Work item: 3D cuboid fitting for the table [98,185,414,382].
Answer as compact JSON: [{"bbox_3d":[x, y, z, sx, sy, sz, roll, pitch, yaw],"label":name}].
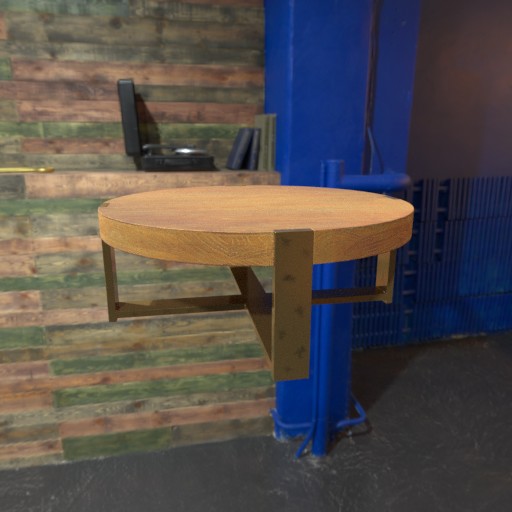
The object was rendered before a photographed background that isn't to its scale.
[{"bbox_3d":[0.000,0.000,1.692,1.100,0.420,1.100,0,15,0],"label":"table"}]
